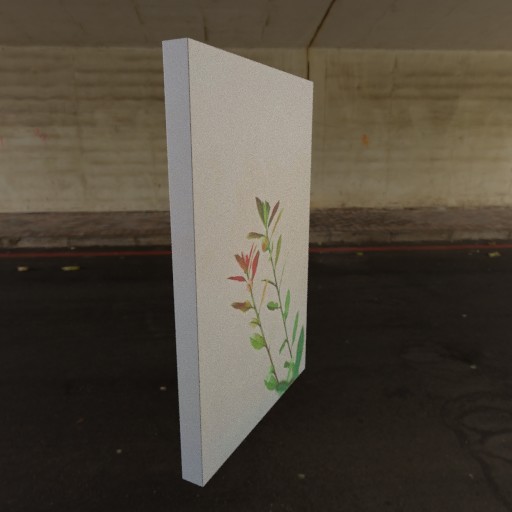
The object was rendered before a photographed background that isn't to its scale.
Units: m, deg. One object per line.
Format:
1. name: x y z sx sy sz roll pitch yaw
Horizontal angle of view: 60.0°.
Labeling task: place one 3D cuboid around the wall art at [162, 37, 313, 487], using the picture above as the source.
1. wall art: 0.000 0.000 0.766 0.038 0.611 0.408 7 16 27
